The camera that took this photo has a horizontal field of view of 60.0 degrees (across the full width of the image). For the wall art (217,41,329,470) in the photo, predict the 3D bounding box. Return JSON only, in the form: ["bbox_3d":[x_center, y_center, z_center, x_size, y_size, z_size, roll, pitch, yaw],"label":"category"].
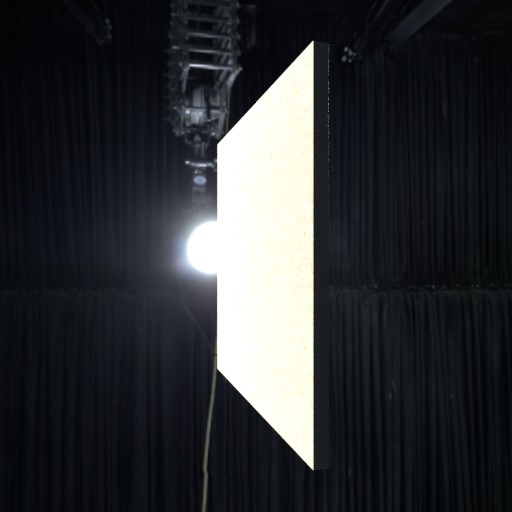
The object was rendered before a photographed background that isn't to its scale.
[{"bbox_3d":[0.000,0.000,1.172,0.031,0.775,0.773,0,0,-18],"label":"wall art"}]
